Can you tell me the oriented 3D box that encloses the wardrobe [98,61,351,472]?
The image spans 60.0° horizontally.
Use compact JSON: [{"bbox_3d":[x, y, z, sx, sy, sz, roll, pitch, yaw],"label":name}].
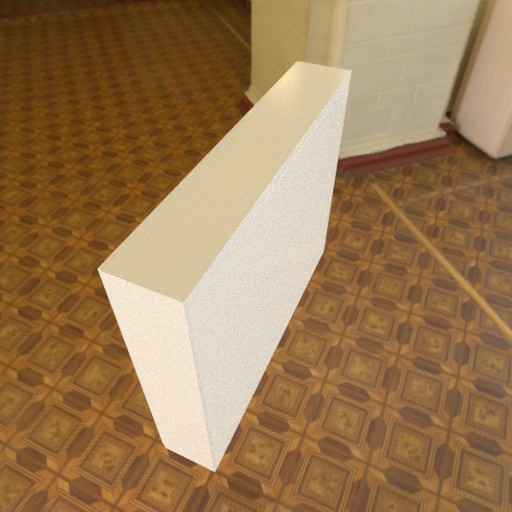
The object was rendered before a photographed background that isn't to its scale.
[{"bbox_3d":[0.000,0.000,4.070,0.580,2.360,3.000,18,48,17],"label":"wardrobe"}]
